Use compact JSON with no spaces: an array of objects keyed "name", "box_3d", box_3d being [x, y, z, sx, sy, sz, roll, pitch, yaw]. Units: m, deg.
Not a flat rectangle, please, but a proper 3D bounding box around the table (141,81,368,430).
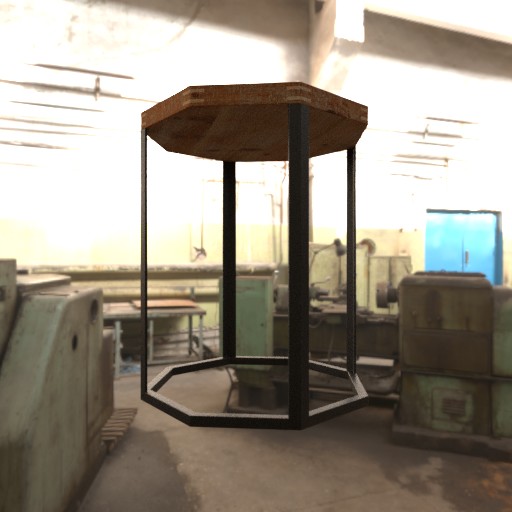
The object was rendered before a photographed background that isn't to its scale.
[{"name":"table","box_3d":[0.000,0.000,0.908,0.458,0.543,0.458,0,0,-18]}]
